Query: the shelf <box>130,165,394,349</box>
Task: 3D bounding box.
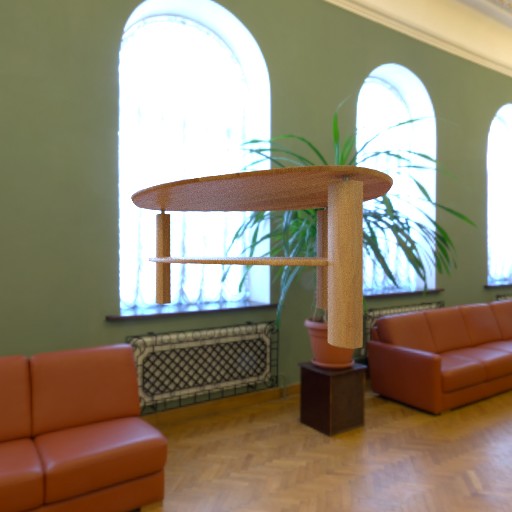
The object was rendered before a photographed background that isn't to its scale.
[{"bbox_3d":[0.000,0.000,1.644,0.845,0.440,1.246,0,1,-35],"label":"shelf"}]
